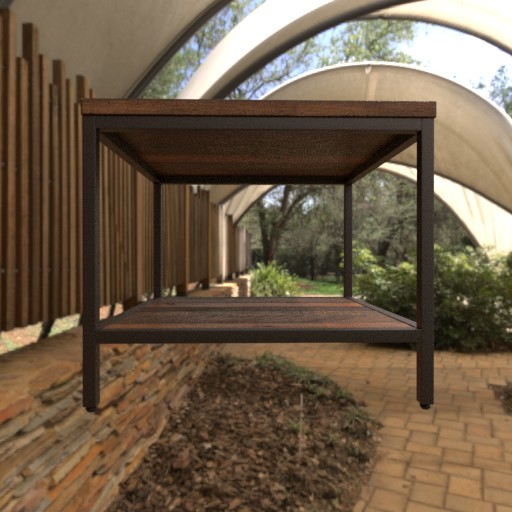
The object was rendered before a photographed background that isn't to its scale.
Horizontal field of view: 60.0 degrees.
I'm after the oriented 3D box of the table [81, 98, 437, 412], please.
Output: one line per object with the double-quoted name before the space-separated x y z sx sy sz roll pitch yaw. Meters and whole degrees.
"table" 0.000 0.000 0.957 0.548 0.482 0.553 0 0 -1
